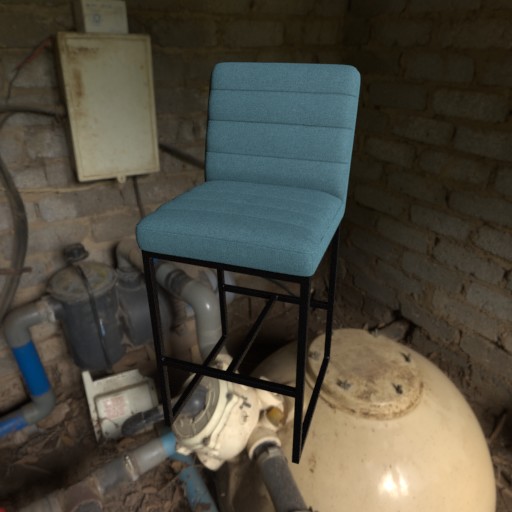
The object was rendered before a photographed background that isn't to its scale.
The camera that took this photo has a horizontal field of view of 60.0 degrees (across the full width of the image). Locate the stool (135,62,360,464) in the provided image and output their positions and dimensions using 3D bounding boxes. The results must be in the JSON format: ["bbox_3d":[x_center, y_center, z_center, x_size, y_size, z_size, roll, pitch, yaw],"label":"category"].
[{"bbox_3d":[0.000,0.000,1.331,0.460,1.040,0.560,9,28,17],"label":"stool"}]
